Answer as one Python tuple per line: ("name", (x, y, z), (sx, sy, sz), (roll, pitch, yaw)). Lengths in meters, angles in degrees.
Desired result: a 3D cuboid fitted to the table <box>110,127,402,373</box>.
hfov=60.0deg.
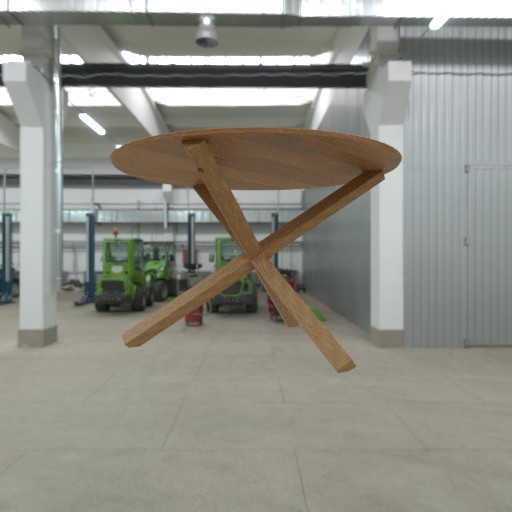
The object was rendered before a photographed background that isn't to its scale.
("table", (0.000, 0.000, 1.659), (1.038, 0.666, 1.038), (0, 0, 0))
